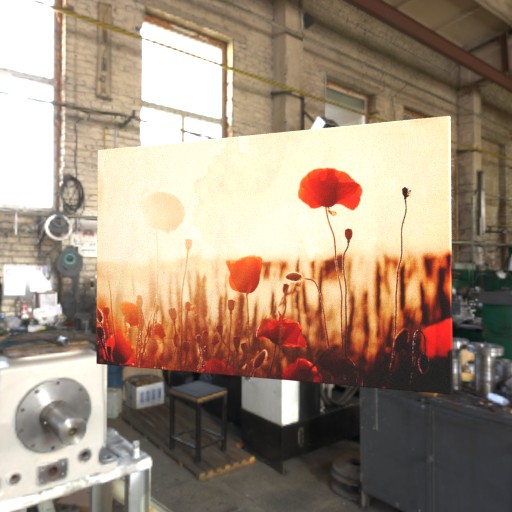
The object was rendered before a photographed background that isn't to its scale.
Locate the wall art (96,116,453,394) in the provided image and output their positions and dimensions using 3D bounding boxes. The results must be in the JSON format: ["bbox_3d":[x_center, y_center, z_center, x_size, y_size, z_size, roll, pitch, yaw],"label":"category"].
[{"bbox_3d":[0.000,0.000,0.476,0.383,0.251,0.037,0,-1,19],"label":"wall art"}]
